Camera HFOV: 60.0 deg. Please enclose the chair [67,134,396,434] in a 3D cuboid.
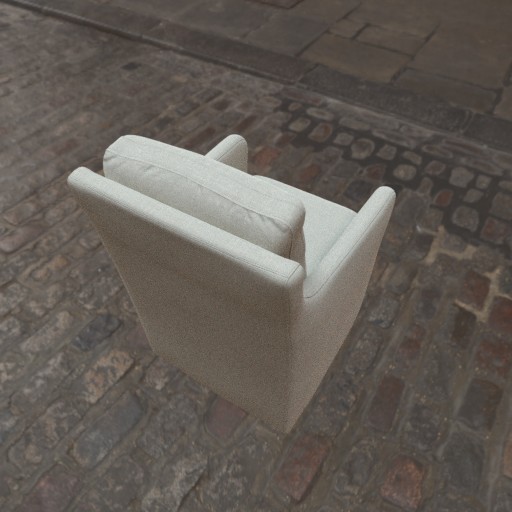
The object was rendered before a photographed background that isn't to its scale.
[{"bbox_3d":[0.000,0.000,1.371,0.626,0.914,0.694,25,51,22],"label":"chair"}]
